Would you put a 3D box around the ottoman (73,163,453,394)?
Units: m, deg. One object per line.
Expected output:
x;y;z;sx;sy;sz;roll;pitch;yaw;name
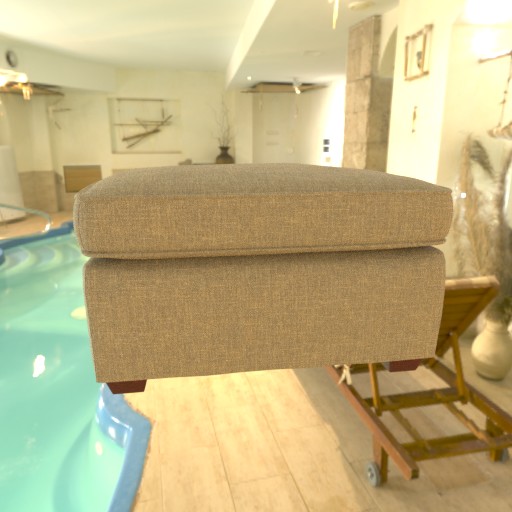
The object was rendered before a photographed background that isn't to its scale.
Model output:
0.000;0.000;1.127;0.762;0.457;0.559;-2;15;-8;ottoman
